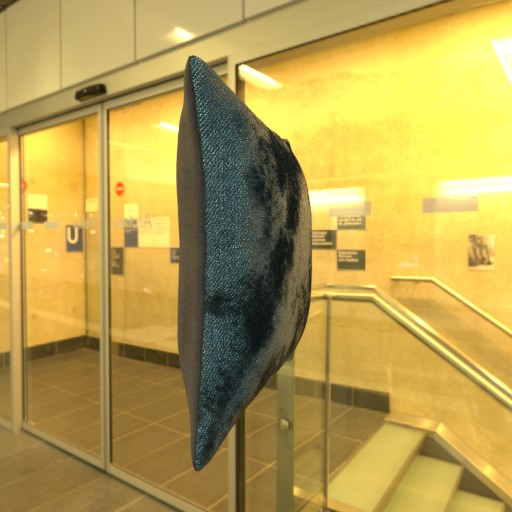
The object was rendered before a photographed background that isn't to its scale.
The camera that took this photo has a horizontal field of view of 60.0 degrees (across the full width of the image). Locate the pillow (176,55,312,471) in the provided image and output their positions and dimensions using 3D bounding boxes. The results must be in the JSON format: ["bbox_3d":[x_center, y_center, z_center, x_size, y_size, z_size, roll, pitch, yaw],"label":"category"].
[{"bbox_3d":[0.000,0.000,0.654,0.138,0.430,0.436,0,2,17],"label":"pillow"}]
